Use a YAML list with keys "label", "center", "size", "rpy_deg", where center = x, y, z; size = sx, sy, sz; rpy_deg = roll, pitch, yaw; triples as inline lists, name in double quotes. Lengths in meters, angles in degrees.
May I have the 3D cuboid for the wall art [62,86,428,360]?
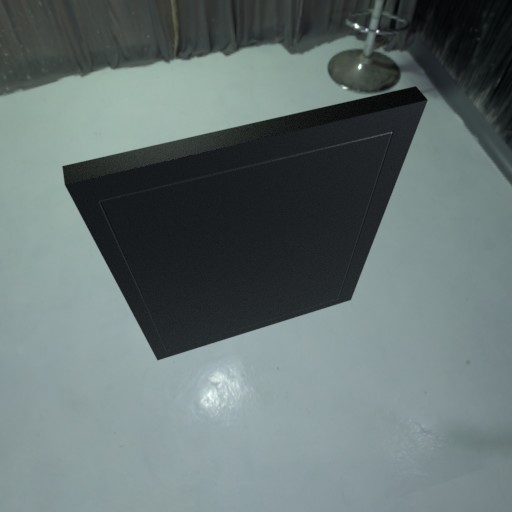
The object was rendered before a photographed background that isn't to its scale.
- label: "wall art"
  center: [0.000, 0.000, 0.777]
  size: [0.461, 0.558, 0.031]
  rpy_deg: [-16, 58, -10]
